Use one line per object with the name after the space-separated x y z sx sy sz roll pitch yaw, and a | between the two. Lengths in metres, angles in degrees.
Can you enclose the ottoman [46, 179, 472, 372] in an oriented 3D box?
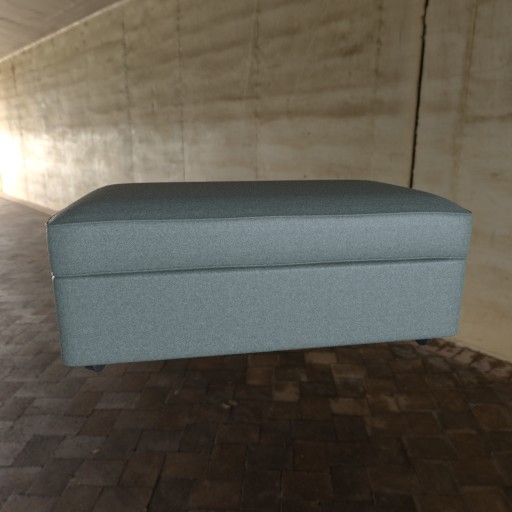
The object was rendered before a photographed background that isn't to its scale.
0.000 0.000 1.532 1.173 0.494 0.681 -2 15 -9 | ottoman
